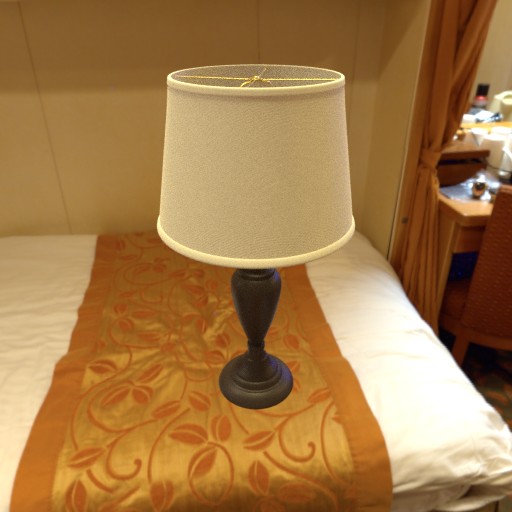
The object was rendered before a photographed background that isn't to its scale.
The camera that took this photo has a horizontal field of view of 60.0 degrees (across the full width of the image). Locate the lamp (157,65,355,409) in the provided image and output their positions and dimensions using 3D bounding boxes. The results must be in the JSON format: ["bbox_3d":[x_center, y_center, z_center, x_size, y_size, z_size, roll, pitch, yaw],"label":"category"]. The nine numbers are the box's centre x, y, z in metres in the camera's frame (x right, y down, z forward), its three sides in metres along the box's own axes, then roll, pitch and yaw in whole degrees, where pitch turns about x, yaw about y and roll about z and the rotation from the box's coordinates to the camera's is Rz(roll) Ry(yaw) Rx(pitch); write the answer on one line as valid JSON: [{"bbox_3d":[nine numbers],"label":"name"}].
[{"bbox_3d":[0.000,0.000,0.800,0.335,0.611,0.335,0,29,0],"label":"lamp"}]
